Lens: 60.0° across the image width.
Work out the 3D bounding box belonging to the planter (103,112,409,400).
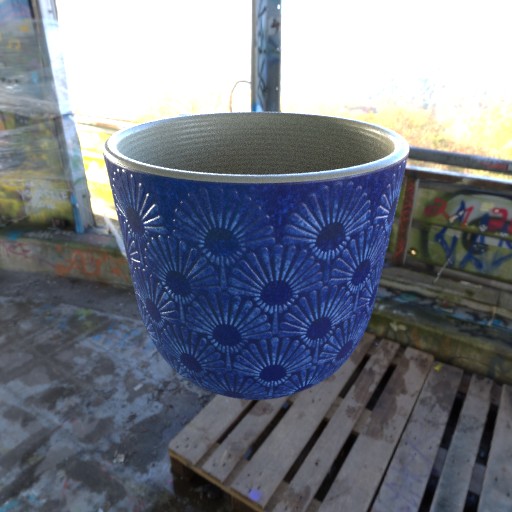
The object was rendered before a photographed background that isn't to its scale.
[{"bbox_3d":[0.000,0.000,0.353,0.206,0.190,0.206,0,27,0],"label":"planter"}]
